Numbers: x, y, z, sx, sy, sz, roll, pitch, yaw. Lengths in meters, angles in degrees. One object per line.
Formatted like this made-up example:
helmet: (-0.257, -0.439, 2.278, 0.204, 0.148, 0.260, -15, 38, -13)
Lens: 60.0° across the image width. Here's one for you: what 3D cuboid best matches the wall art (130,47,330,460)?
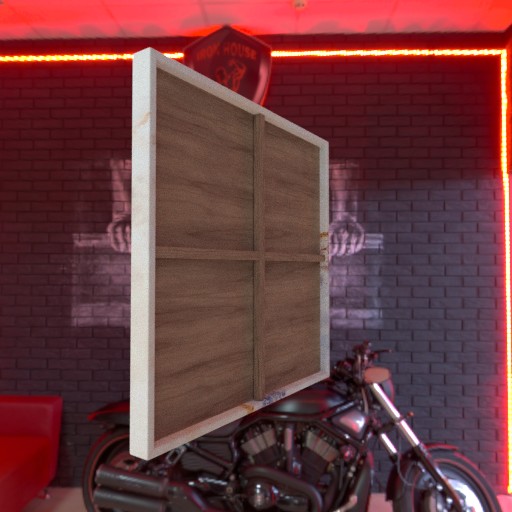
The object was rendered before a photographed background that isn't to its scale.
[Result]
wall art: (0.000, 0.000, 1.589, 0.071, 1.061, 1.061, -1, -2, 35)
